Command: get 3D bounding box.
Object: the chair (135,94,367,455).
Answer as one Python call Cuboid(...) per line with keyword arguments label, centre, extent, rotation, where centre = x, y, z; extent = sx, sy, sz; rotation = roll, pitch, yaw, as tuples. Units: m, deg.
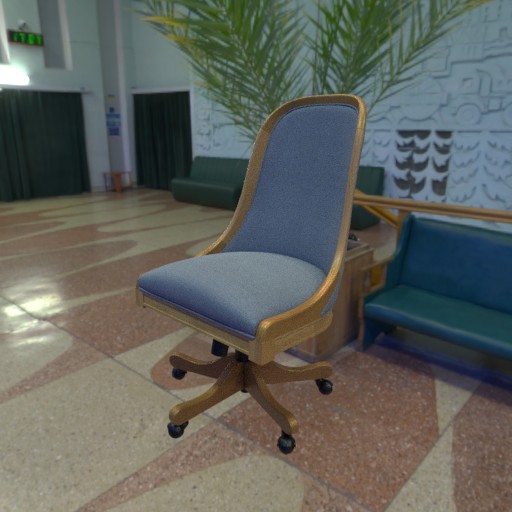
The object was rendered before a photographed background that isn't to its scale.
Cuboid(label="chair", centre=(0.000, 0.000, 1.453), extent=(0.605, 1.031, 0.735), rotation=(15, 22, 41))
